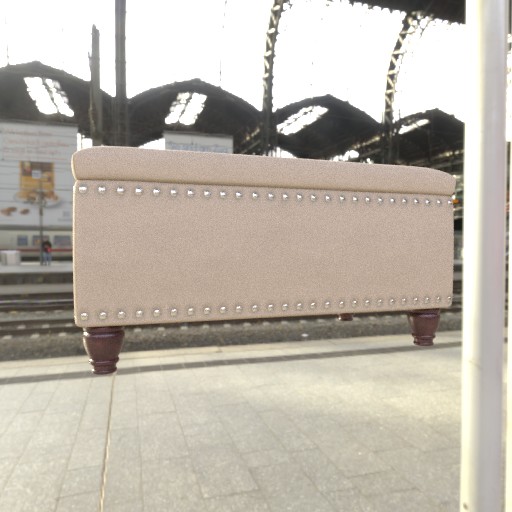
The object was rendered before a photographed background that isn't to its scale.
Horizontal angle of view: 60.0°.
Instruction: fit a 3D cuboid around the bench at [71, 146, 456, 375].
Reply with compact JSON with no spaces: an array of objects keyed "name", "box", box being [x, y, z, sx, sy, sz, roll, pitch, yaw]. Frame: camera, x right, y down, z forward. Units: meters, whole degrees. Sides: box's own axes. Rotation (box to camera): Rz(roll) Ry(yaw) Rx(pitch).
[{"name":"bench","box":[0.000,0.000,1.193,0.887,0.449,0.500,0,1,-19]}]
